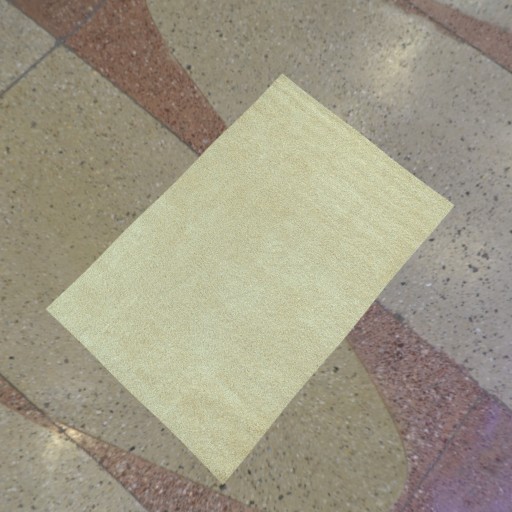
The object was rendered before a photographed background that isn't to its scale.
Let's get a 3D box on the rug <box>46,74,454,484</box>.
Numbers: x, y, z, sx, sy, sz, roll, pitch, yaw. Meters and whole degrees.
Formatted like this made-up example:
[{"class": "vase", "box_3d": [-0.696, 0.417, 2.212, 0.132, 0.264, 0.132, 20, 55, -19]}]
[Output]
[{"class": "rug", "box_3d": [0.000, 0.000, 3.412, 1.800, 0.025, 2.699, 41, 79, 9]}]
